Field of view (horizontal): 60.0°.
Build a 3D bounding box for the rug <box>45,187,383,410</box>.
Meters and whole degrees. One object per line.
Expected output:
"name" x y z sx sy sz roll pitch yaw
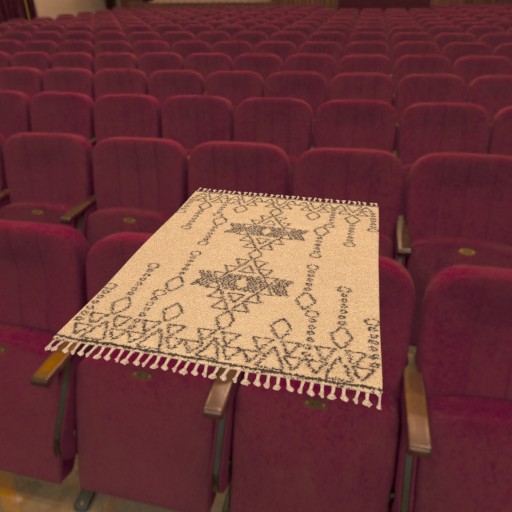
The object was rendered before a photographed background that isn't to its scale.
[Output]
"rug" 0.000 0.000 3.909 2.125 0.028 3.027 6 30 11
